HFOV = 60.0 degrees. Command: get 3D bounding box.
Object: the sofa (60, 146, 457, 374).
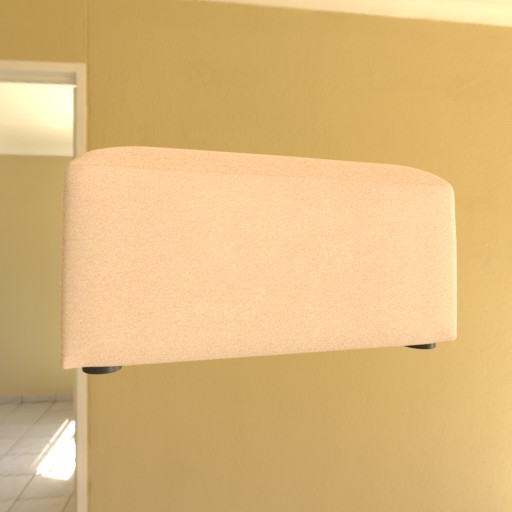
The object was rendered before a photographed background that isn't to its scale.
[{"bbox_3d":[0.000,0.000,1.196,0.930,0.470,0.480,0,0,-18],"label":"sofa"}]
